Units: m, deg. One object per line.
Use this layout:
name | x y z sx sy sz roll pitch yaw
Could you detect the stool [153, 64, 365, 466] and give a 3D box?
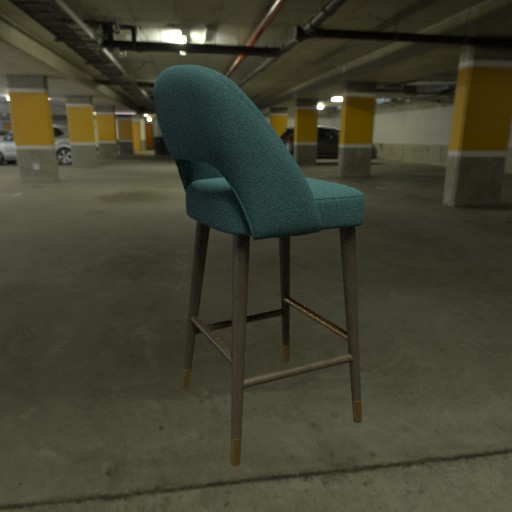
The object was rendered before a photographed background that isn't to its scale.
stool | 0.000 0.000 1.343 0.522 1.032 0.536 -7 17 -26
